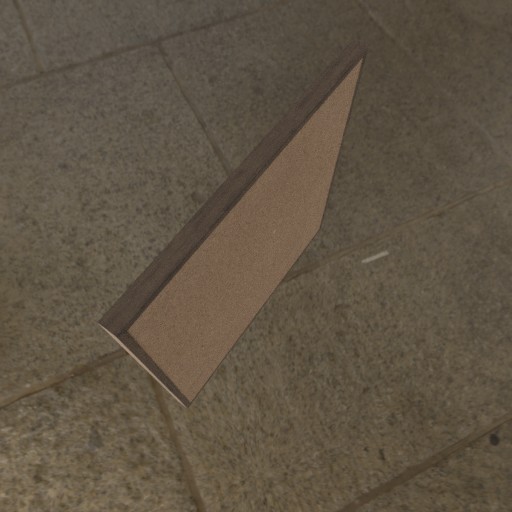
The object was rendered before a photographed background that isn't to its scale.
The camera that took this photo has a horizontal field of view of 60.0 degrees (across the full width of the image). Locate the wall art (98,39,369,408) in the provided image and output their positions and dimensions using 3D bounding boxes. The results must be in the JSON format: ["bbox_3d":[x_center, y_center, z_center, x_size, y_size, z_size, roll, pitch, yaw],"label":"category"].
[{"bbox_3d":[0.000,0.000,1.133,0.038,0.762,0.762,32,68,15],"label":"wall art"}]
